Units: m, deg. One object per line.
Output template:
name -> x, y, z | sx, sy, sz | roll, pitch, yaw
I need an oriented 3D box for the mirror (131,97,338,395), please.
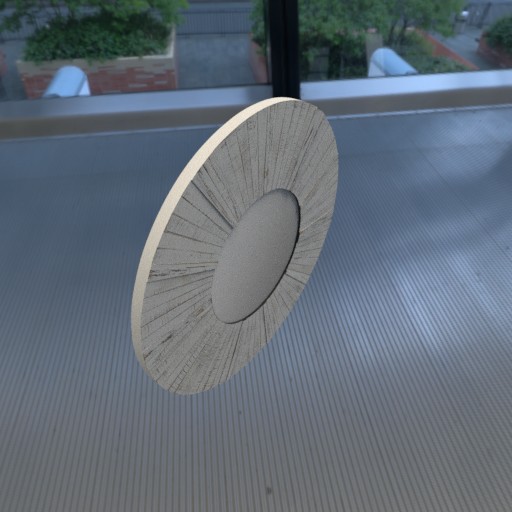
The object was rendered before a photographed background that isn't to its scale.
mirror -> 0.000, 0.000, 1.333 | 0.038, 0.914, 0.914 | 27, 48, 27
